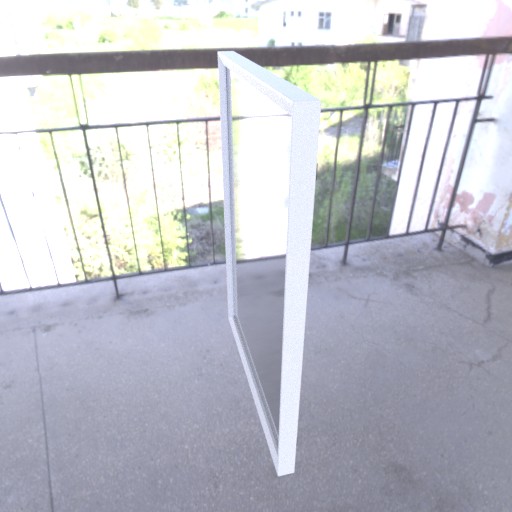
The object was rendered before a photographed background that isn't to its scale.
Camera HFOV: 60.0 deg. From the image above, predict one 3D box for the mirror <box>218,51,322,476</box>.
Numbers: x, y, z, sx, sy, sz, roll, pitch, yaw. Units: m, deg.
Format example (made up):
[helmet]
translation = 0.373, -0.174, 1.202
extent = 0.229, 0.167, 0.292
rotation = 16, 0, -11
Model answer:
[mirror]
translation = 0.000, 0.000, 0.904
extent = 0.039, 0.710, 0.507
rotation = -7, 32, -12
